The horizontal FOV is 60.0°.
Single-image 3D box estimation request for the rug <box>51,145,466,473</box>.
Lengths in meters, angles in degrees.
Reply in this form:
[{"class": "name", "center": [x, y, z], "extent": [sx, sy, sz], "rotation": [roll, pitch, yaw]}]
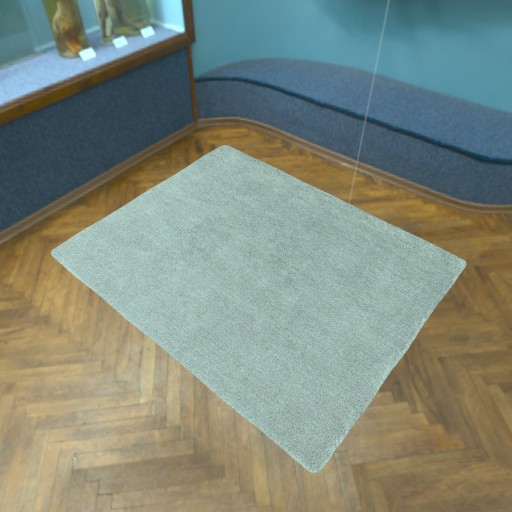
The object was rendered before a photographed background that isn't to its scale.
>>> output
[{"class": "rug", "center": [0.000, 0.000, 3.916], "extent": [2.933, 0.027, 2.332], "rotation": [31, 54, 26]}]
